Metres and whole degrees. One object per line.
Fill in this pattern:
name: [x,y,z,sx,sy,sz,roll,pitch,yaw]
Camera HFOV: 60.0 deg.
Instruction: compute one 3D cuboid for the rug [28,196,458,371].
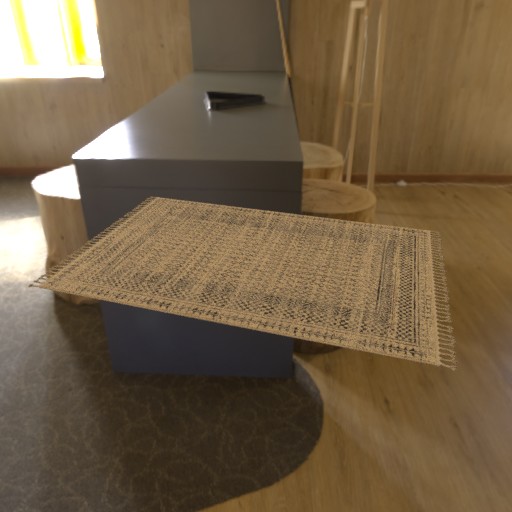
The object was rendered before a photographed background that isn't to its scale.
rug: [0.000,0.000,3.042,2.486,0.013,1.548,9,30,15]
